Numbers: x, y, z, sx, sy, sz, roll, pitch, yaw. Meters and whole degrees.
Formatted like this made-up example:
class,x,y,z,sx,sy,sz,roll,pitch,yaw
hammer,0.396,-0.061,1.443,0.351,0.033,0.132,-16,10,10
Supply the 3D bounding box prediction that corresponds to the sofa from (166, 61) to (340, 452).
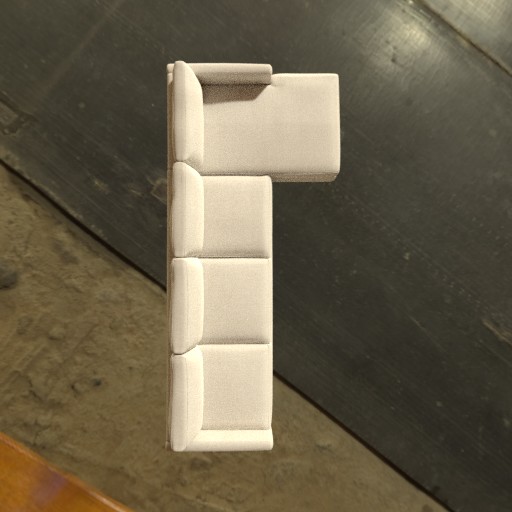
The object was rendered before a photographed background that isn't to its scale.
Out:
class,x,y,z,sx,sy,sz,roll,pitch,yaw
sofa,0.000,0.000,2.913,1.126,0.677,2.445,0,89,-1
